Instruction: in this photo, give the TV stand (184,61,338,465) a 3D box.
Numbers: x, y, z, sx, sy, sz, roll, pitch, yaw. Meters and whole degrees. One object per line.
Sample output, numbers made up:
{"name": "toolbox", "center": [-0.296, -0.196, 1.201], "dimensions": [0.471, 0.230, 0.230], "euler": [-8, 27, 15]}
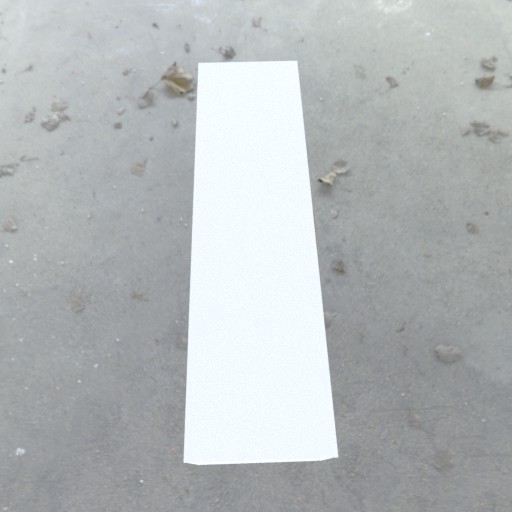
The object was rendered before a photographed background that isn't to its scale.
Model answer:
{"name": "TV stand", "center": [0.000, 0.000, 1.653], "dimensions": [0.401, 0.560, 1.398], "euler": [-2, 64, -1]}
